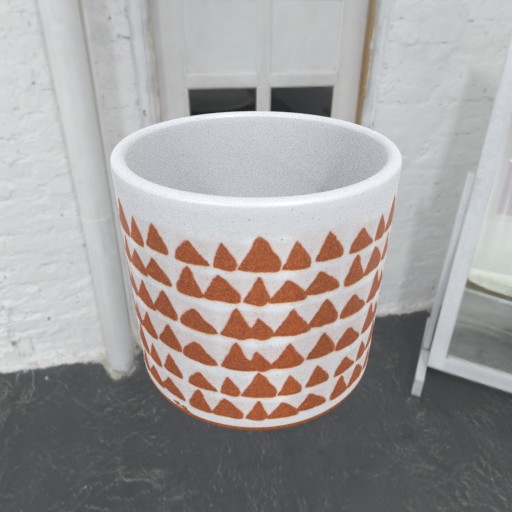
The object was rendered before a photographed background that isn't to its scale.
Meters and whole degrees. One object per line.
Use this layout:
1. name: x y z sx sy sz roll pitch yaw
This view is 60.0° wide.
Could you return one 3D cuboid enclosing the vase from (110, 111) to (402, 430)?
1. vase: 0.000 0.000 0.247 0.137 0.127 0.137 0 31 0
